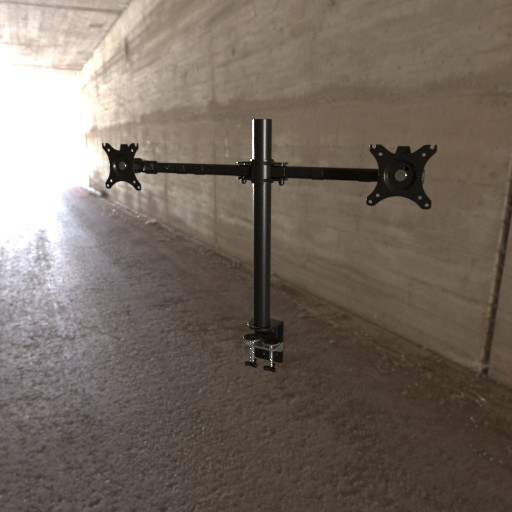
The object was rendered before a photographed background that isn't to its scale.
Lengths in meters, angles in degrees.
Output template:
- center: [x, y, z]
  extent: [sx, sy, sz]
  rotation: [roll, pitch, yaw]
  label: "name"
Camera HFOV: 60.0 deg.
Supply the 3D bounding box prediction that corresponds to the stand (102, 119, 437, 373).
- center: [0.000, 0.000, 1.018]
  extent: [0.743, 0.603, 0.150]
  rotation: [7, 16, 26]
  label: "stand"
